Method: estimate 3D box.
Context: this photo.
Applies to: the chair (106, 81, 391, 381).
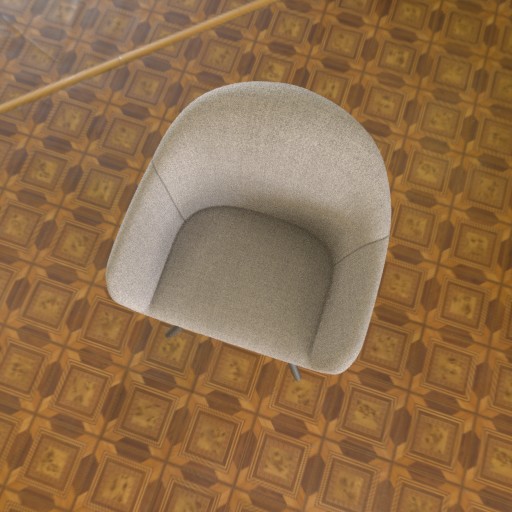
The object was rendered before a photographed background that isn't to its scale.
[{"bbox_3d":[0.000,0.000,1.209,0.590,0.795,0.550,17,76,5],"label":"chair"}]
